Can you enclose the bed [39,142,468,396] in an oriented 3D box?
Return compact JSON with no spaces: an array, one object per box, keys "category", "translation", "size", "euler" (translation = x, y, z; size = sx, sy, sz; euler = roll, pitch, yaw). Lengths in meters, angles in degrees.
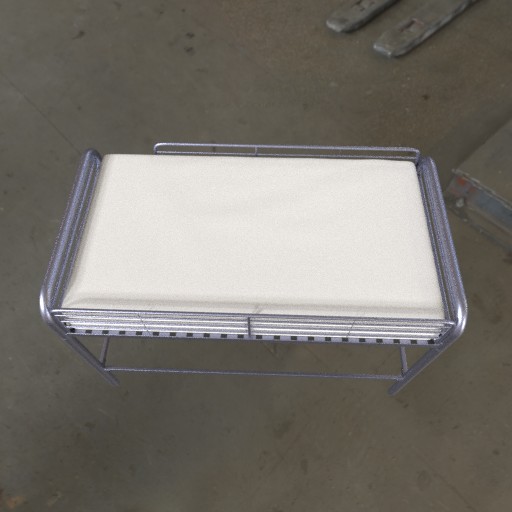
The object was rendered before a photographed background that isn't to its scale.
[{"category":"bed","translation":[0.000,0.000,2.869],"size":[1.965,1.288,1.415],"euler":[2,59,1]}]
